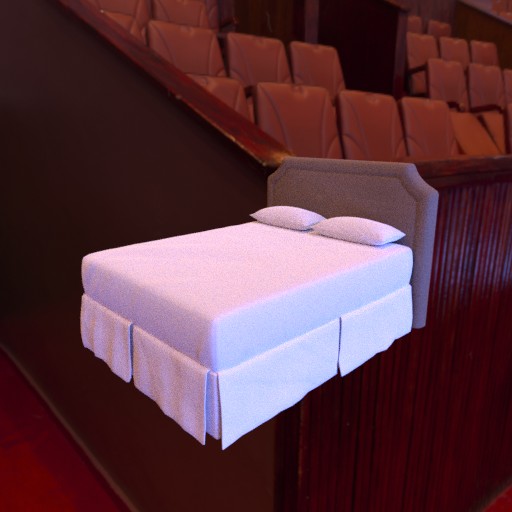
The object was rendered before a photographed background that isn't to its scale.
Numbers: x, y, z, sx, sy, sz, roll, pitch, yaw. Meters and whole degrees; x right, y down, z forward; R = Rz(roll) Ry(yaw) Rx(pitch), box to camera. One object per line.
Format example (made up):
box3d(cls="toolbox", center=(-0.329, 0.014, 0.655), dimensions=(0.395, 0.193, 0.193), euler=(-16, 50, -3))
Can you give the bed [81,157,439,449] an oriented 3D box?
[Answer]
box3d(cls="bed", center=(0.000, 0.000, 3.228), dimensions=(2.116, 1.290, 1.693), euler=(-15, 21, -42))
